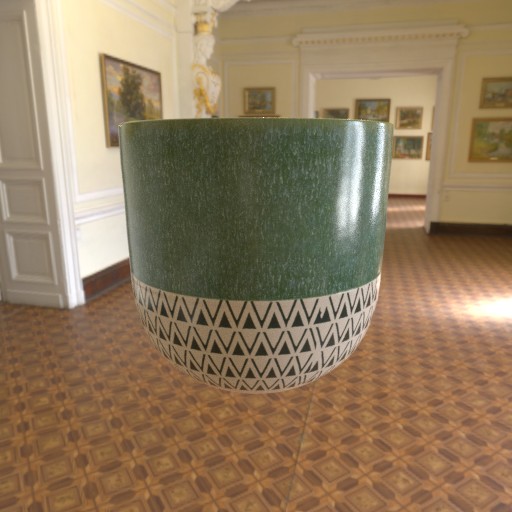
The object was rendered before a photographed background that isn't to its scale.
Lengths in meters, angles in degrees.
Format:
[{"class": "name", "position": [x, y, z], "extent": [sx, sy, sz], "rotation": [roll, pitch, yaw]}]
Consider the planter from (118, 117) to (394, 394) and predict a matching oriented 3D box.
[{"class": "planter", "position": [0.000, 0.000, 0.478], "extent": [0.266, 0.270, 0.266], "rotation": [0, 14, 0]}]
